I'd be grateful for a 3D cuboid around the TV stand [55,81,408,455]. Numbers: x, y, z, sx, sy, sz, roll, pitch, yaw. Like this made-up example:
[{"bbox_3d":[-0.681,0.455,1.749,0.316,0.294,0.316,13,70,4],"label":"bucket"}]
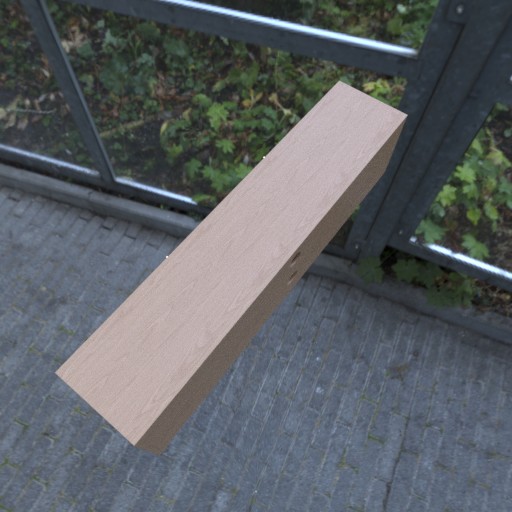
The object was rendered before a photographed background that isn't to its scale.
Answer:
[{"bbox_3d":[0.000,0.000,2.014,0.400,0.580,1.760,34,67,17],"label":"TV stand"}]
